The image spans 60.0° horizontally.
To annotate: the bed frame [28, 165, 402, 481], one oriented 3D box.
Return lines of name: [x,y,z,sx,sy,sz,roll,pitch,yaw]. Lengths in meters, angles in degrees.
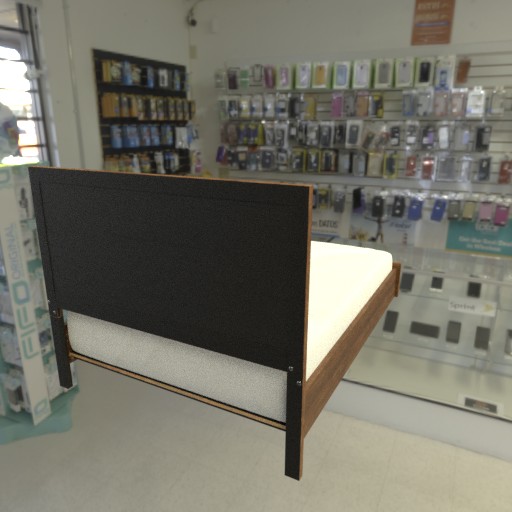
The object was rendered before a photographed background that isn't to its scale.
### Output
bed frame: [0.000,0.000,3.269,1.696,1.417,2.276,9,19,27]
